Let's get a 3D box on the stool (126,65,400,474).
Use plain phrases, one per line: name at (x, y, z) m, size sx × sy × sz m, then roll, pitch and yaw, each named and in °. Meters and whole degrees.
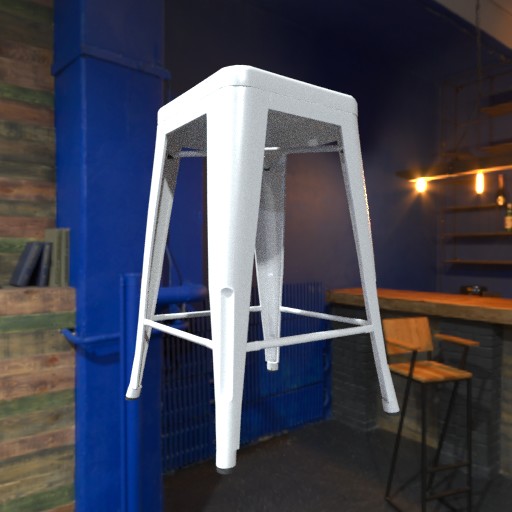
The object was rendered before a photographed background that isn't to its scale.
stool at (0.000, 0.000, 0.899) m, size 0.406 × 0.610 × 0.406 m, roll 0°, pitch 1°, yaw -35°
